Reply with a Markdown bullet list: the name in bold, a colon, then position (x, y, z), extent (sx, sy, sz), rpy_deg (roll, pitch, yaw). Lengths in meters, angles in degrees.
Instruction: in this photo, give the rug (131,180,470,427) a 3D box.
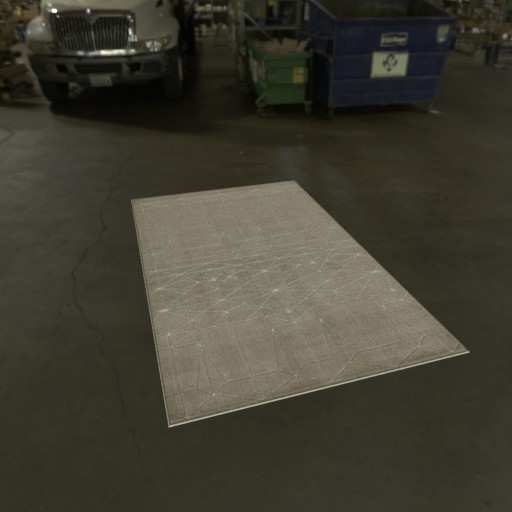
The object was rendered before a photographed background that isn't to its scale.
- **rug**: position (0.000, 0.000, 3.061), extent (1.524, 0.012, 2.438), rpy_deg (-9, 32, -15)
